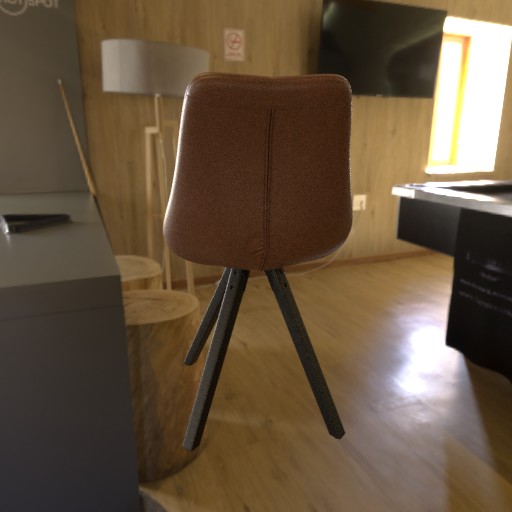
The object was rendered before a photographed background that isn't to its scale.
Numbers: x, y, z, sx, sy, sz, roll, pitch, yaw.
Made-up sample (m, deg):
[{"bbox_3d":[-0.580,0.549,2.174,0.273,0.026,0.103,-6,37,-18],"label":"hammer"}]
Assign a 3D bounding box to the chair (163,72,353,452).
[{"bbox_3d":[0.000,0.000,1.184,0.475,0.850,0.550,-2,16,-7],"label":"chair"}]
